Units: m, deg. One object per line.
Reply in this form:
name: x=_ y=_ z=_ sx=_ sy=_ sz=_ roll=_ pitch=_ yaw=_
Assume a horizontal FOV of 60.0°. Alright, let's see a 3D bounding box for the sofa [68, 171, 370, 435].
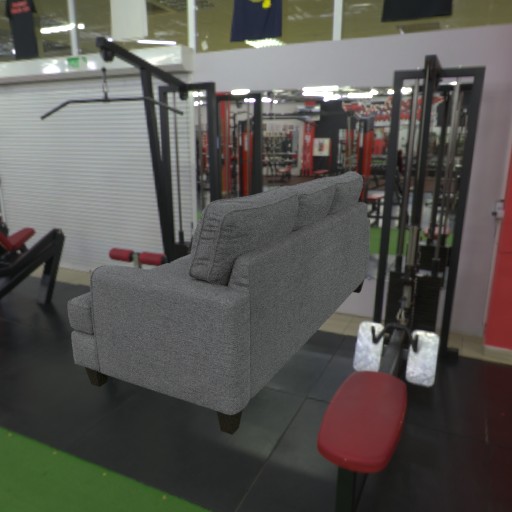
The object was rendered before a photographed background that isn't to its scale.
sofa: x=0.000 y=0.000 z=2.794 sx=0.951 sy=0.965 sz=2.158 roll=8 pitch=16 yaw=27
